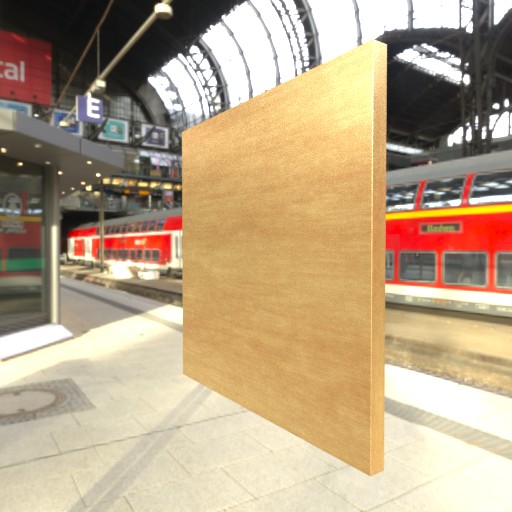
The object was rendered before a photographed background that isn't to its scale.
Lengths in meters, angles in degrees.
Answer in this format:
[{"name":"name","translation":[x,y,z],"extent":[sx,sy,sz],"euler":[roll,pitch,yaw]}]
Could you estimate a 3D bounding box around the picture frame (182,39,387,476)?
[{"name":"picture frame","translation":[0.000,0.000,1.092],"extent":[0.037,0.761,0.758],"euler":[-1,2,-35]}]
